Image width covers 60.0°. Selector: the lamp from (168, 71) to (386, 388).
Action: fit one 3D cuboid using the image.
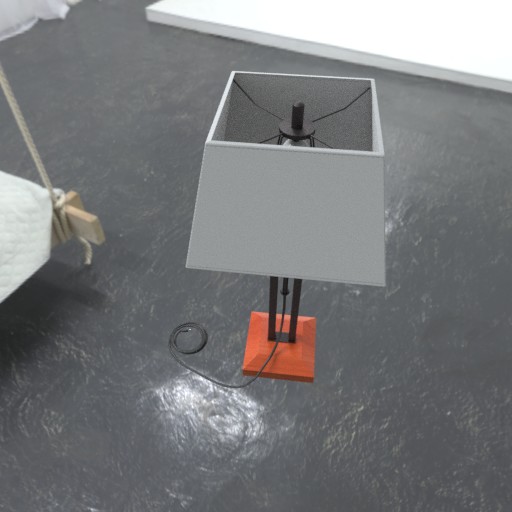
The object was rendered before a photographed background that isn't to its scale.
[{"bbox_3d":[0.000,0.000,0.986,0.498,0.737,0.310,5,47,5],"label":"lamp"}]
